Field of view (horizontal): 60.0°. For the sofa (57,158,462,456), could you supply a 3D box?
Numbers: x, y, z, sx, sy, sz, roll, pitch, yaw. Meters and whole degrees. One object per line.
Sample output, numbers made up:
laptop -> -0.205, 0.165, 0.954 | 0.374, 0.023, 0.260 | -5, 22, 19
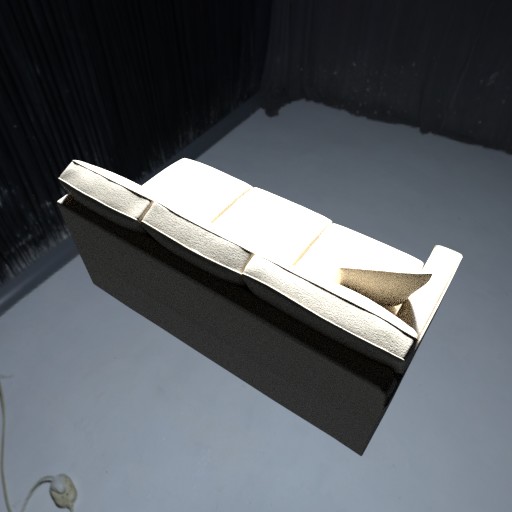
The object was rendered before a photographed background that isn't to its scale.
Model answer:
sofa -> 0.000, 0.000, 2.529 | 1.962, 0.946, 1.034 | 27, 53, 22
